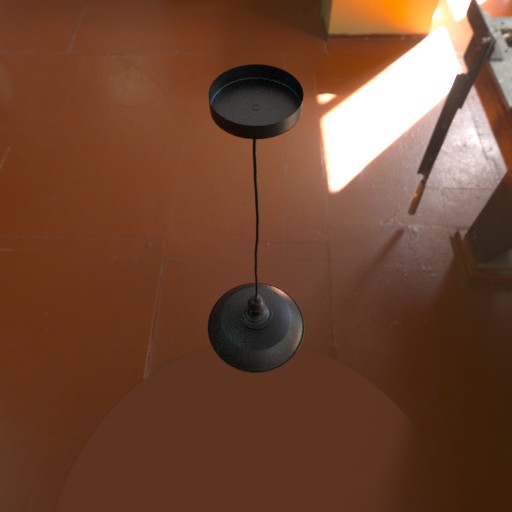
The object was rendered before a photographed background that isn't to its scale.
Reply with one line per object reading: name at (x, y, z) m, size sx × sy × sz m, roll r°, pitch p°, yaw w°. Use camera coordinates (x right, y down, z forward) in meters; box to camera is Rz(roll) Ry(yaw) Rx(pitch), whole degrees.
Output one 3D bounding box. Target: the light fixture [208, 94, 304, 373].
light fixture at (0.000, 0.000, 1.146) m, size 0.331 × 0.993 × 0.331 m, roll 31°, pitch 63°, yaw 18°
